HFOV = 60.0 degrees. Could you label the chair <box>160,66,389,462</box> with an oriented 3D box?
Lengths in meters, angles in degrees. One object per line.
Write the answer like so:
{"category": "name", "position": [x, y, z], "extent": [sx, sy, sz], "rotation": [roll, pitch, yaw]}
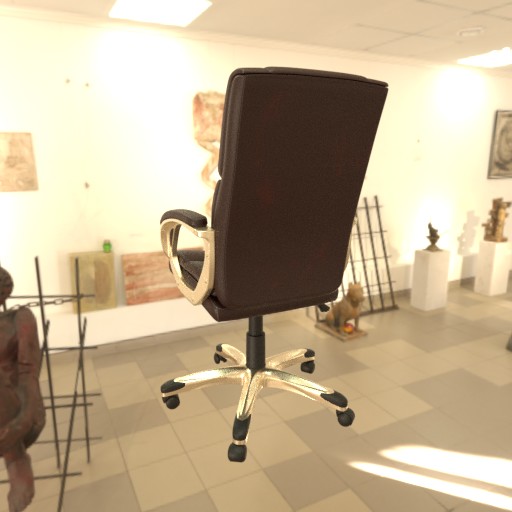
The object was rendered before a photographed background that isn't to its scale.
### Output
{"category": "chair", "position": [0.000, 0.000, 1.540], "extent": [0.662, 1.107, 0.739], "rotation": [-7, 14, -27]}
